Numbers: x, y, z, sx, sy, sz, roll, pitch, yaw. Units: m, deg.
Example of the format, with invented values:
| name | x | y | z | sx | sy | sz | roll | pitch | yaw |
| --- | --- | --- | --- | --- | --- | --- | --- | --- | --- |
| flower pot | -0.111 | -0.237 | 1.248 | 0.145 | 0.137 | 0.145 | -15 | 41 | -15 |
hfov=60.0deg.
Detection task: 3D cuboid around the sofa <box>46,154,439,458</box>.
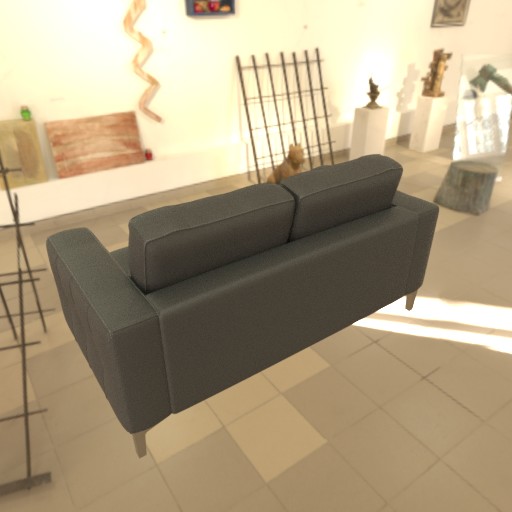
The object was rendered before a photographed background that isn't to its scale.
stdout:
| name | x | y | z | sx | sy | sz | roll | pitch | yaw |
| --- | --- | --- | --- | --- | --- | --- | --- | --- | --- |
| sofa | 0.000 | 0.000 | 2.165 | 1.726 | 0.893 | 0.833 | -19 | 35 | -30 |
